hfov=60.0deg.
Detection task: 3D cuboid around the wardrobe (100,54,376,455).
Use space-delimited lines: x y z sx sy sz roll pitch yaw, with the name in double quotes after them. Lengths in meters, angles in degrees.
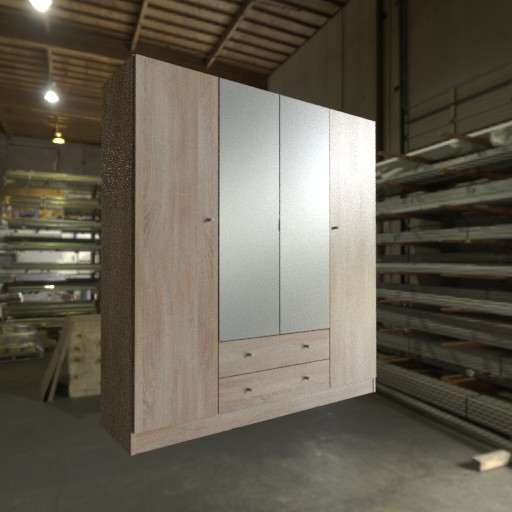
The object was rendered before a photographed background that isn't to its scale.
0.000 0.000 3.159 1.998 2.159 0.598 1 -1 -36 "wardrobe"
